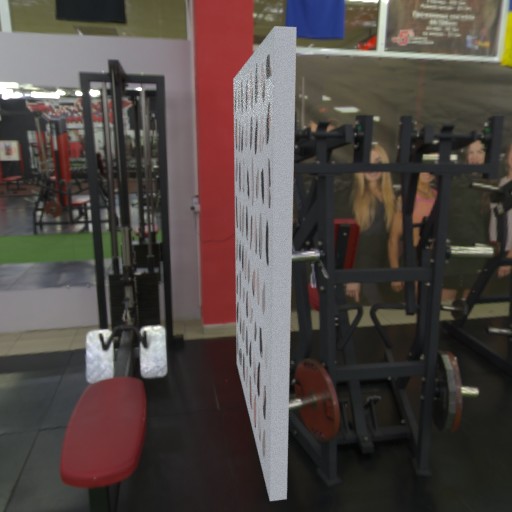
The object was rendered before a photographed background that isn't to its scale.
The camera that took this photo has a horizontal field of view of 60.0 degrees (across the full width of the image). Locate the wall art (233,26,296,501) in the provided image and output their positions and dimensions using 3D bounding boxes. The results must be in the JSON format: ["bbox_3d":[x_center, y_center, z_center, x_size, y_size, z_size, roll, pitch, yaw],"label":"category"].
[{"bbox_3d":[0.000,0.000,1.118,0.037,0.916,0.610,-2,15,-9],"label":"wall art"}]
